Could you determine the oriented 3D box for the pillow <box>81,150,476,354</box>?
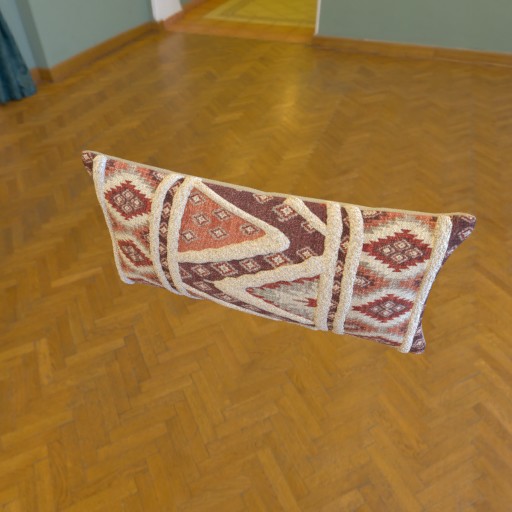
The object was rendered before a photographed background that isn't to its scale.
[{"bbox_3d":[0.000,0.000,0.741,0.608,0.295,0.161,12,43,14],"label":"pillow"}]
